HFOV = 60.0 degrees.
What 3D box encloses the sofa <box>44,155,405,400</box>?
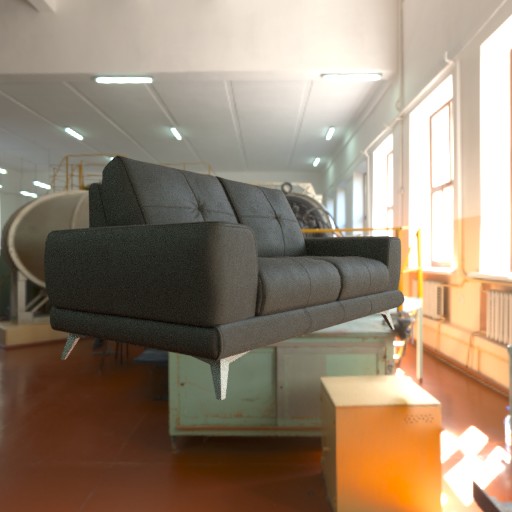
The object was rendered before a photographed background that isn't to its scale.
[{"bbox_3d":[0.000,0.000,2.335,1.018,0.907,1.806,0,0,36],"label":"sofa"}]
